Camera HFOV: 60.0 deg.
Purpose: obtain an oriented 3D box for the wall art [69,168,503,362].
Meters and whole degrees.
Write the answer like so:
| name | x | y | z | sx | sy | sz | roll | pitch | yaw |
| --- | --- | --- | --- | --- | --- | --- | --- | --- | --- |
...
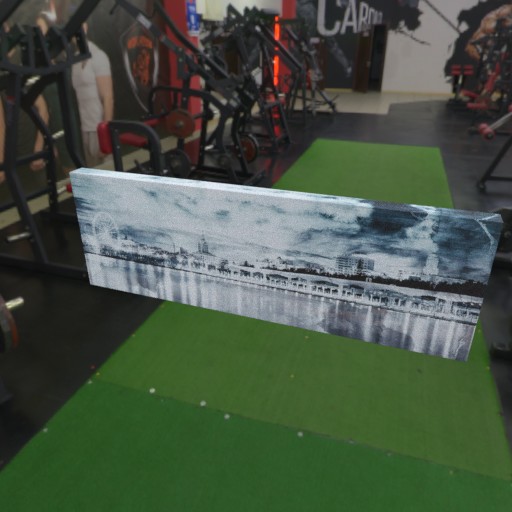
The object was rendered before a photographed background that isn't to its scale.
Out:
| name | x | y | z | sx | sy | sz | roll | pitch | yaw |
| --- | --- | --- | --- | --- | --- | --- | --- | --- | --- |
| wall art | 0.000 | 0.000 | 0.815 | 0.759 | 0.251 | 0.037 | 9 | 28 | 18 |
